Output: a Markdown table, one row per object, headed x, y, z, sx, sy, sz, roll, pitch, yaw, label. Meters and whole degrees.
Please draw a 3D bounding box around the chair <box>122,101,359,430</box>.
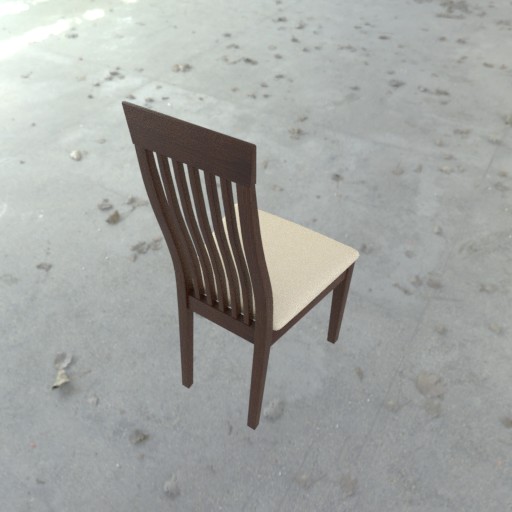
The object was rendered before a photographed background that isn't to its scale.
| x | y | z | sx | sy | sz | roll | pitch | yaw | label |
| --- | --- | --- | --- | --- | --- | --- | --- | --- | --- |
| 0.000 | 0.000 | 1.261 | 0.460 | 1.027 | 0.474 | 24 | 49 | 23 | chair |
